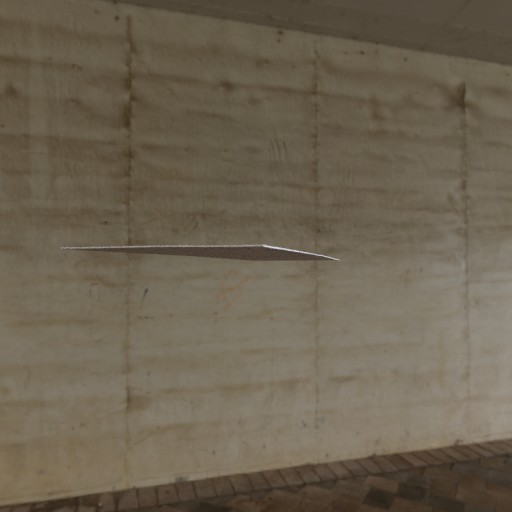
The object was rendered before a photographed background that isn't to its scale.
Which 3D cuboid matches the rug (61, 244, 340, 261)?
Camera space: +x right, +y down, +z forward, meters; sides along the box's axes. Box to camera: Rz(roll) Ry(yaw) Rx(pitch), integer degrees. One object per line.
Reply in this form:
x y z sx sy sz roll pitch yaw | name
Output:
0.000 0.000 2.606 0.741 0.014 2.390 0 -2 16 | rug
